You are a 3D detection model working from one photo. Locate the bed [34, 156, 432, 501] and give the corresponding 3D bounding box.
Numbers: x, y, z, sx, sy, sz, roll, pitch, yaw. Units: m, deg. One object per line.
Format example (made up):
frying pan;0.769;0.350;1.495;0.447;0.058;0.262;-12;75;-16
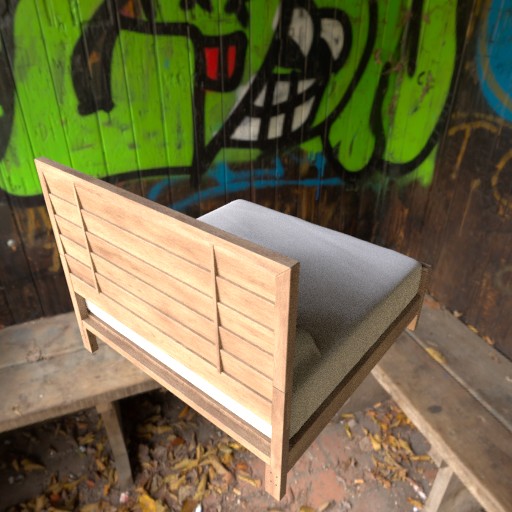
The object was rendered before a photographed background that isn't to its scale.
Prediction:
bed;0.000;0.000;3.385;2.032;1.626;2.032;23;38;33
